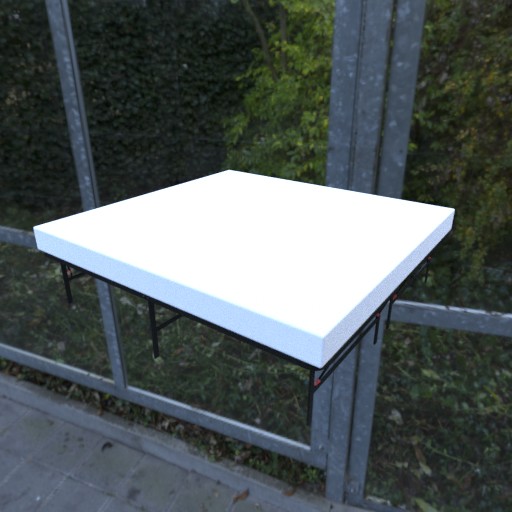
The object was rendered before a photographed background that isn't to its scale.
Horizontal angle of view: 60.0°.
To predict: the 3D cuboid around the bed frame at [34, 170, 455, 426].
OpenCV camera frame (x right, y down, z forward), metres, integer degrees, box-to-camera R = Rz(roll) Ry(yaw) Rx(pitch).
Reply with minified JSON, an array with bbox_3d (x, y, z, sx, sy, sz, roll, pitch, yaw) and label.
[{"bbox_3d":[0.000,0.000,3.038,2.032,0.559,1.930,16,29,33],"label":"bed frame"}]
